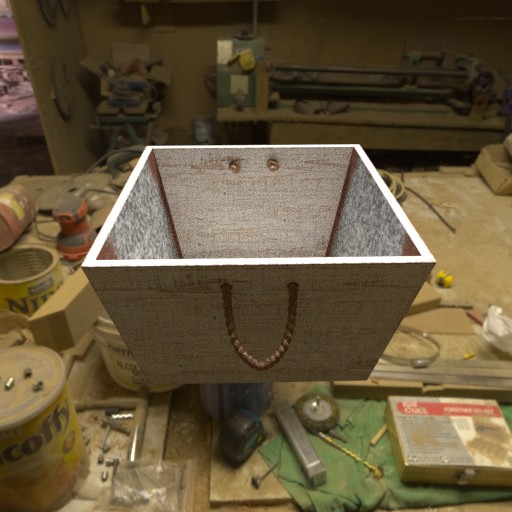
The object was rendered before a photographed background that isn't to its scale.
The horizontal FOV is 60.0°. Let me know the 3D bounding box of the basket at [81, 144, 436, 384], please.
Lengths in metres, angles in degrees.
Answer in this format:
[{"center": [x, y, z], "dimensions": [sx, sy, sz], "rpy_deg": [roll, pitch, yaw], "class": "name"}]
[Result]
[{"center": [0.000, 0.000, 0.753], "dimensions": [0.413, 0.247, 0.545], "rpy_deg": [-1, 33, -1], "class": "basket"}]
